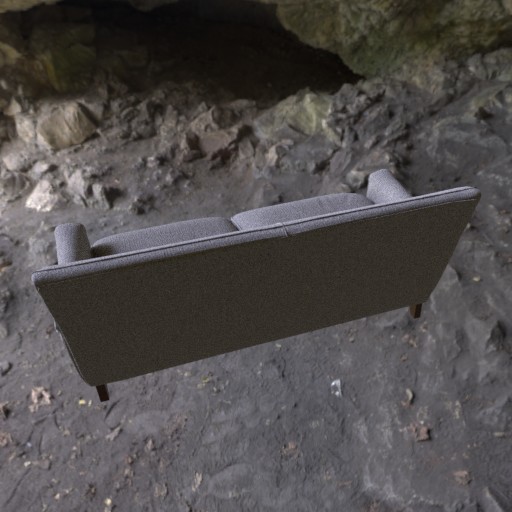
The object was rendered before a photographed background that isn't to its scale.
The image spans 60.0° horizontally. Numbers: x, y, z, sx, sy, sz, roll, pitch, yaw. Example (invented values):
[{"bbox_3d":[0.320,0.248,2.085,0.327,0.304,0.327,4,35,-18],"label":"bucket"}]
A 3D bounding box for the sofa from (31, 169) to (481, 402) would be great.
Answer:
[{"bbox_3d":[0.000,0.000,2.434,2.026,0.942,0.854,-12,42,-14],"label":"sofa"}]
